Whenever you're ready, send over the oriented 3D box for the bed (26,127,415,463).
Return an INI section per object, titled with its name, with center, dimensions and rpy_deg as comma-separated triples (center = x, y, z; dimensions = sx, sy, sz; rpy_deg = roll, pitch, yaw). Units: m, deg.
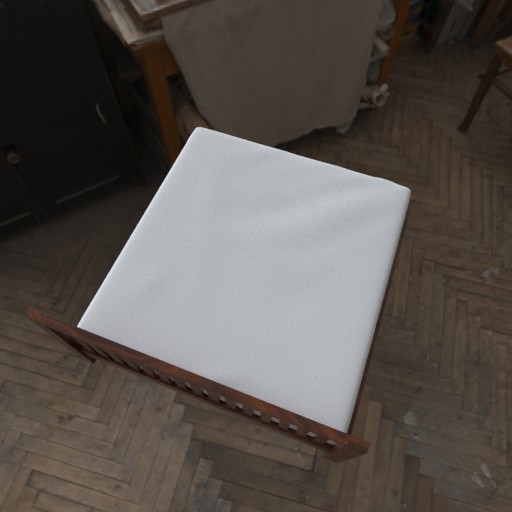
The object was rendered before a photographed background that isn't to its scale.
[bed]
center = 0.000, 0.000, 3.087
dimensions = 1.905, 0.890, 2.030
rpy_deg = 19, 64, 10
